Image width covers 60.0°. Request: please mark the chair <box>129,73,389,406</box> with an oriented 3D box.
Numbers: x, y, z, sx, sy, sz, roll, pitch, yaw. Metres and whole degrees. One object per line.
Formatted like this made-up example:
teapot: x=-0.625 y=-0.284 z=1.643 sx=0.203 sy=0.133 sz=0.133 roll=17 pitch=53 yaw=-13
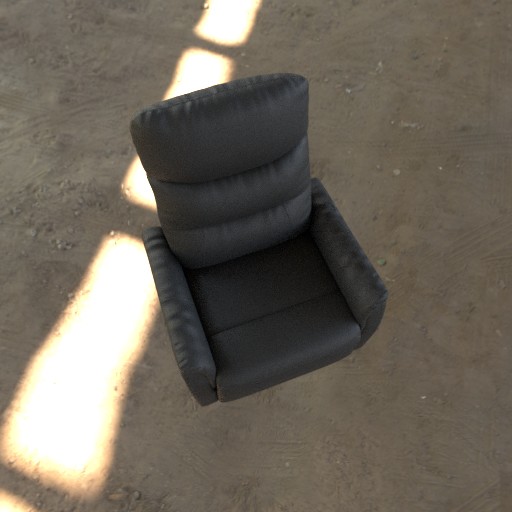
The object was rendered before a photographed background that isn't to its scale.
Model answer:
chair: x=0.000 y=0.000 z=1.644 sx=0.775 sy=1.082 sz=0.831 roll=-18 pitch=65 yaw=-9
